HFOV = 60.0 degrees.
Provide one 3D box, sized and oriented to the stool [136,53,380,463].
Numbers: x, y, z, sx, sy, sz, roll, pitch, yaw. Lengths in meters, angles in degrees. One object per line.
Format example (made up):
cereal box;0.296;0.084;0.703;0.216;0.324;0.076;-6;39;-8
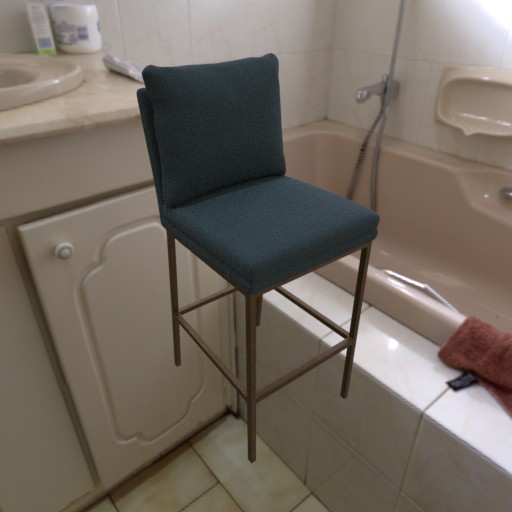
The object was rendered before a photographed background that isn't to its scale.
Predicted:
stool;0.000;0.000;1.413;0.463;1.124;0.568;-22;38;-31
